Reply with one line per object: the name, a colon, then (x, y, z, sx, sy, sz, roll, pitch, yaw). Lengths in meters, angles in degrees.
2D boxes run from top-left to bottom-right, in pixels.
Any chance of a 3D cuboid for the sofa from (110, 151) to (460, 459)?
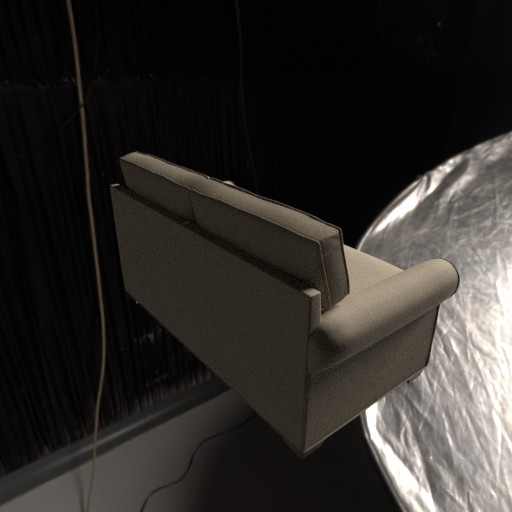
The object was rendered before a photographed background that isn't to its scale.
sofa: (0.000, 0.000, 2.316, 0.861, 0.933, 1.774, -19, 31, -34)
